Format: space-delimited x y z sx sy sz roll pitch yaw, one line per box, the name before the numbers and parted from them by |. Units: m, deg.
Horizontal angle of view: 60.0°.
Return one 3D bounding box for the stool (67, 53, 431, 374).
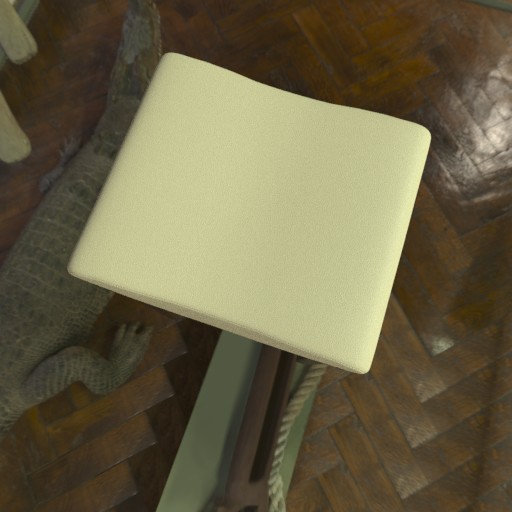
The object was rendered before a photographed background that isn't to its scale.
stool | 0.000 0.000 1.030 0.471 0.762 0.401 18 77 4
